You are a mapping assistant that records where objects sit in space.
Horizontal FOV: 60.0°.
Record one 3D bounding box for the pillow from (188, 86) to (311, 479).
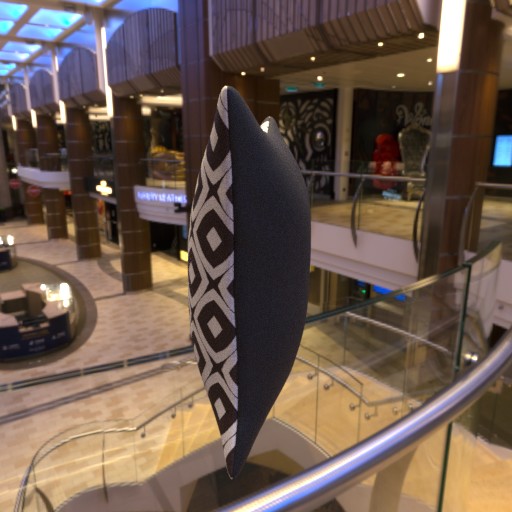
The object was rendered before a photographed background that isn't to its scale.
[{"bbox_3d":[0.000,0.000,0.767,0.188,0.494,0.504,2,14,7],"label":"pillow"}]
